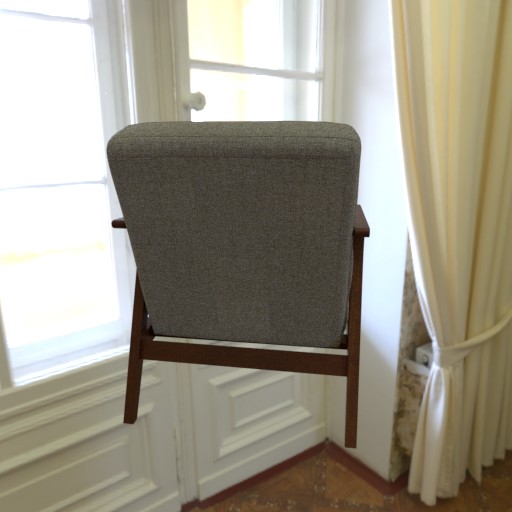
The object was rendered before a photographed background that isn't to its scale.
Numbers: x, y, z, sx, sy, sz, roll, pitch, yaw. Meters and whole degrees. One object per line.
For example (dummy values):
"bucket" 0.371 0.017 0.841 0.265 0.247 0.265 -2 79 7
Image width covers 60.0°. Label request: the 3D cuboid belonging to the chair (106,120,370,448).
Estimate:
"chair" 0.000 0.000 1.481 0.704 0.847 0.858 3 16 9
